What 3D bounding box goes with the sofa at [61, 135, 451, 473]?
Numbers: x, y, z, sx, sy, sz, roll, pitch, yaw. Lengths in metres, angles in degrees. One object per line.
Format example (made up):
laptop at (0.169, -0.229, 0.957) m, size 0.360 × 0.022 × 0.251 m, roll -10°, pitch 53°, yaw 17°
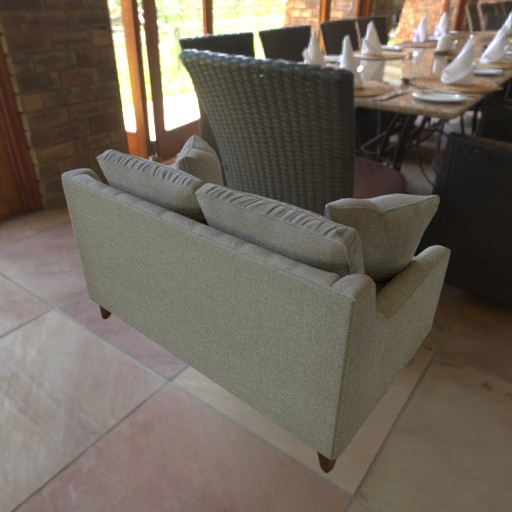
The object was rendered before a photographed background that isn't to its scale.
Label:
sofa at (0.000, 0.000, 1.959) m, size 1.422 × 0.863 × 0.915 m, roll 23°, pitch 37°, yaw 33°
